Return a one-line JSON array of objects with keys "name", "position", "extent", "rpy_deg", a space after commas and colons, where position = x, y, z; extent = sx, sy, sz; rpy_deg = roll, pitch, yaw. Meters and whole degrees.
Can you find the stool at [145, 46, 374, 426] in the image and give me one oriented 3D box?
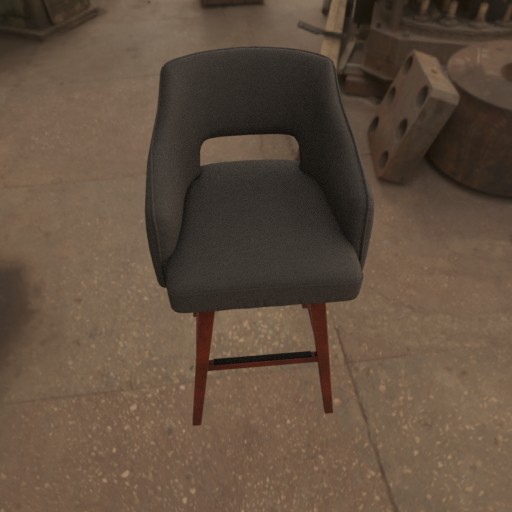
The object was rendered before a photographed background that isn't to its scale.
[{"name": "stool", "position": [0.000, 0.000, 1.321], "extent": [0.548, 1.012, 0.558], "rpy_deg": [-4, 45, -4]}]
